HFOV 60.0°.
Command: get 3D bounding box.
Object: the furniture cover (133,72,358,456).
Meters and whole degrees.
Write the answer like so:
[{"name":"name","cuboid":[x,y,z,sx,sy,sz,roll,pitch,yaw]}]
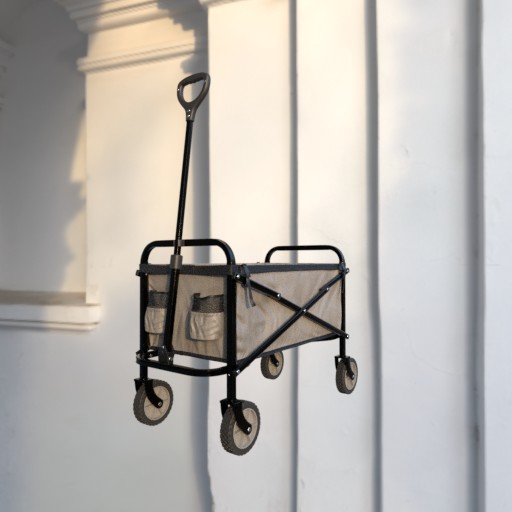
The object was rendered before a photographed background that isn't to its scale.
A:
[{"name":"furniture cover","cuboid":[0.000,0.000,1.880,0.532,1.295,1.038,0,-1,37]}]
